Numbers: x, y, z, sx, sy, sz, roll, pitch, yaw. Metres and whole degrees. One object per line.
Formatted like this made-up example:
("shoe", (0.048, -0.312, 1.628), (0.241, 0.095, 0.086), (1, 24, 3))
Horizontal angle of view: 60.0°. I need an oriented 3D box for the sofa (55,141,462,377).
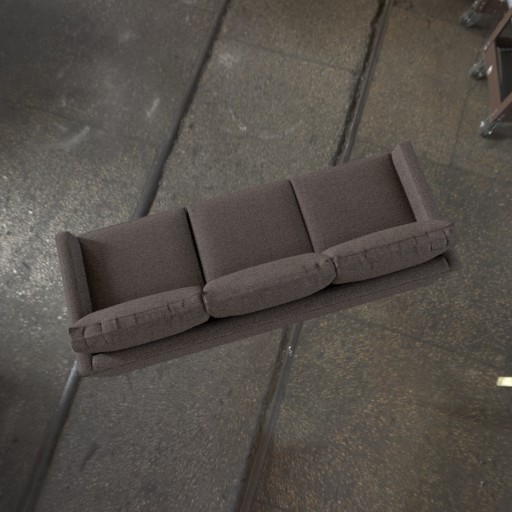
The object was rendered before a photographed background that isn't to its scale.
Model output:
("sofa", (0.000, 0.000, 2.736), (2.253, 0.882, 0.876), (-15, 75, -4))
